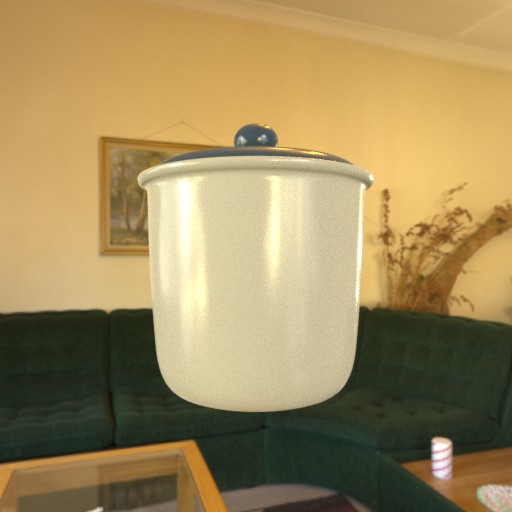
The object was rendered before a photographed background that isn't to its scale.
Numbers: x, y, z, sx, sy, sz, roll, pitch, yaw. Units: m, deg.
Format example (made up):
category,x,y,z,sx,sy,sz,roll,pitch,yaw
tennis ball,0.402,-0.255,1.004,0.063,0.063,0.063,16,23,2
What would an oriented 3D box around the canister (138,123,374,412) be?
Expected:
category,x,y,z,sx,sy,sz,roll,pitch,yaw
canister,0.000,0.000,0.352,0.182,0.208,0.182,0,0,0
